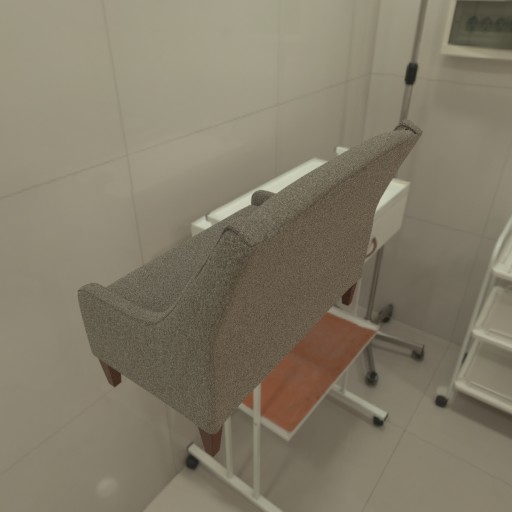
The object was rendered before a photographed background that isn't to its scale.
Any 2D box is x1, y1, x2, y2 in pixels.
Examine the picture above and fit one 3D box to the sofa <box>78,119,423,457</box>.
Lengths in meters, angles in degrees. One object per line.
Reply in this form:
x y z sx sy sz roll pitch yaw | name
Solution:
0.000 0.000 1.908 0.862 1.026 1.242 21 37 30 | sofa
